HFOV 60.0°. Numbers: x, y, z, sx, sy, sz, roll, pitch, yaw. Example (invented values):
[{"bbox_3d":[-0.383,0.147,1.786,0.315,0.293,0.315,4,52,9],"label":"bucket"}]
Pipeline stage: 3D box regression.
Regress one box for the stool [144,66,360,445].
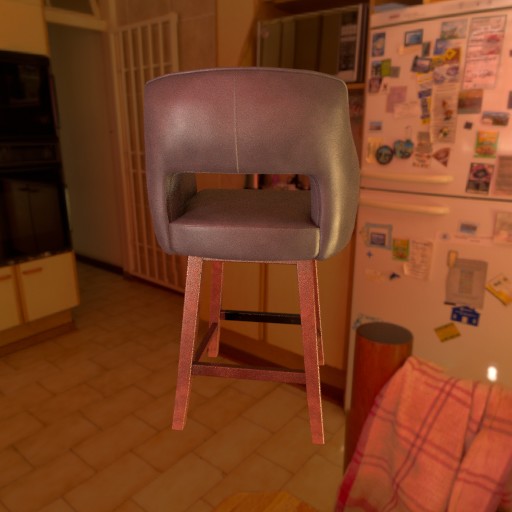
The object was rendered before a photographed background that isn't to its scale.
[{"bbox_3d":[0.000,0.000,1.262,0.550,0.936,0.560,2,17,8],"label":"stool"}]
